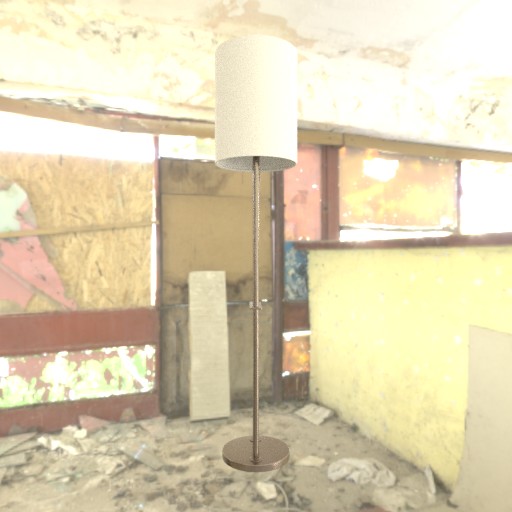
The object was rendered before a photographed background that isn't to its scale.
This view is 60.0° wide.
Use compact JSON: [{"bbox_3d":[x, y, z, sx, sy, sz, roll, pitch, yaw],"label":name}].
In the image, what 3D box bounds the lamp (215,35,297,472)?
[{"bbox_3d":[0.000,0.000,1.658,0.305,1.500,0.306,0,0,-1],"label":"lamp"}]
